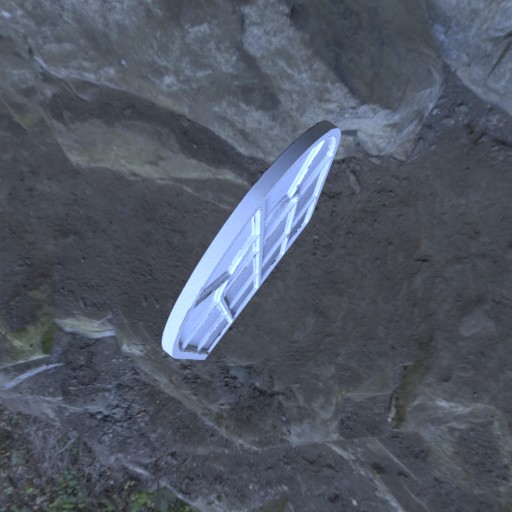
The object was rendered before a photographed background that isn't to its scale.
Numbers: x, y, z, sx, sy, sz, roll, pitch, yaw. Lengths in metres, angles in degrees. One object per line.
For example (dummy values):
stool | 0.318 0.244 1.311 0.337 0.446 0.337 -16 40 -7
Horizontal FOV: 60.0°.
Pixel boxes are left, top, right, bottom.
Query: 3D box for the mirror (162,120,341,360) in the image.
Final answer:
mirror | 0.000 0.000 1.209 0.032 0.920 0.660 36 79 8
